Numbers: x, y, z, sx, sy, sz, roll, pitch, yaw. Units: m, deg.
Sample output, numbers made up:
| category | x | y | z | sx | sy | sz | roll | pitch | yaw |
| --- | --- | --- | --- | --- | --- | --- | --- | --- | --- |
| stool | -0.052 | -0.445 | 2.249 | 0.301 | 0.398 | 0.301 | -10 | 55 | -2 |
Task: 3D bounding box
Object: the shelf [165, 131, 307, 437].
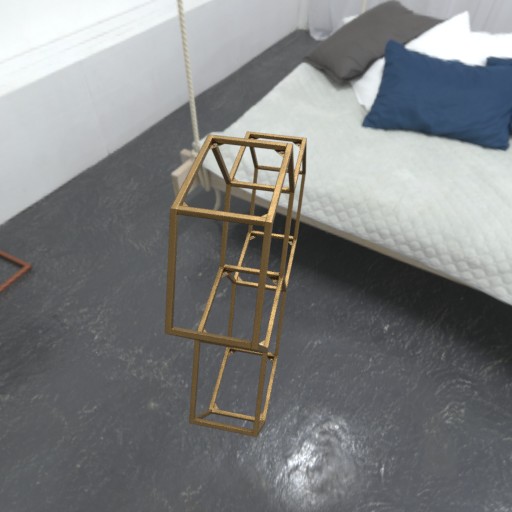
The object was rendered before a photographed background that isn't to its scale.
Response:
| category | x | y | z | sx | sy | sz | roll | pitch | yaw |
| --- | --- | --- | --- | --- | --- | --- | --- | --- | --- |
| shelf | 0.000 | 0.000 | 1.057 | 0.150 | 0.701 | 0.708 | 9 | 48 | 8 |
